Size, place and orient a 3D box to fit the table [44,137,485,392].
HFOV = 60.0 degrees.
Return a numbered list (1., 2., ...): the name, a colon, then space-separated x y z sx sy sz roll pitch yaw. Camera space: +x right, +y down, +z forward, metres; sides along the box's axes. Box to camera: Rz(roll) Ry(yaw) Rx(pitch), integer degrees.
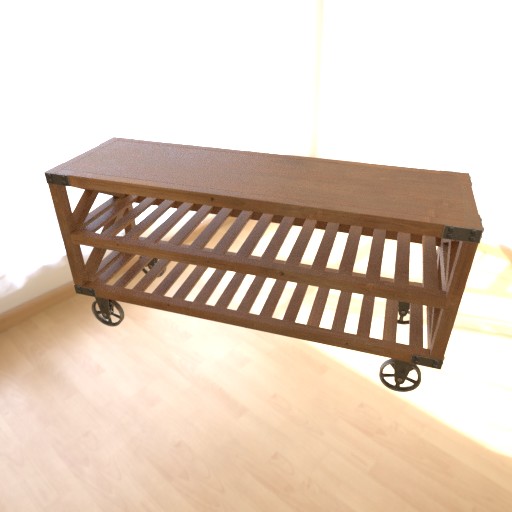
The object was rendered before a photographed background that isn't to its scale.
1. table: 0.000 0.000 1.794 1.487 0.711 0.467 9 33 15
